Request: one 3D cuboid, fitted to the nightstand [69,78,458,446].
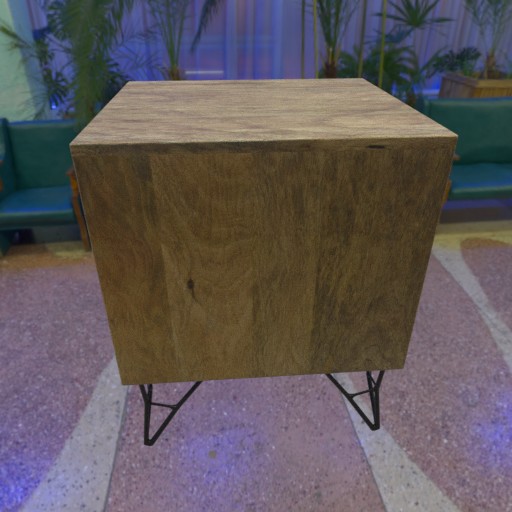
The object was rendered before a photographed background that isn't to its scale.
[{"bbox_3d":[0.000,0.000,0.832,0.457,0.559,0.406,-2,31,-4],"label":"nightstand"}]
